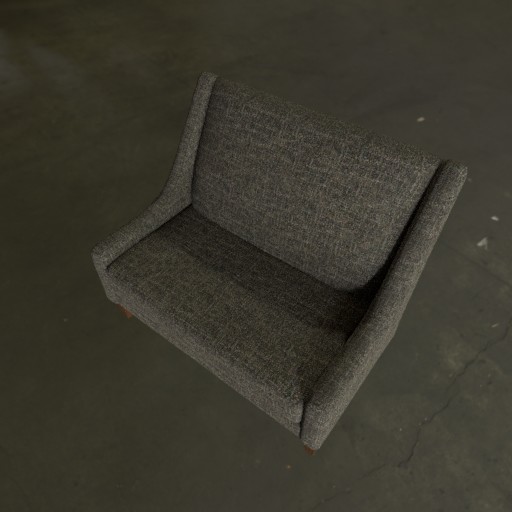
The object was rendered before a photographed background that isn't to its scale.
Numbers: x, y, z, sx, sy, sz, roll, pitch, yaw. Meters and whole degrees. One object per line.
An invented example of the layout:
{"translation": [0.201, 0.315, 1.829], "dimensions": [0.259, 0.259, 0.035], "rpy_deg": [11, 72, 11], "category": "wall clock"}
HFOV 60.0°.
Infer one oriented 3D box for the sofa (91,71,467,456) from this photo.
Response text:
{"translation": [0.000, 0.000, 1.908], "dimensions": [1.242, 1.021, 0.870], "rpy_deg": [29, 53, 25], "category": "sofa"}
